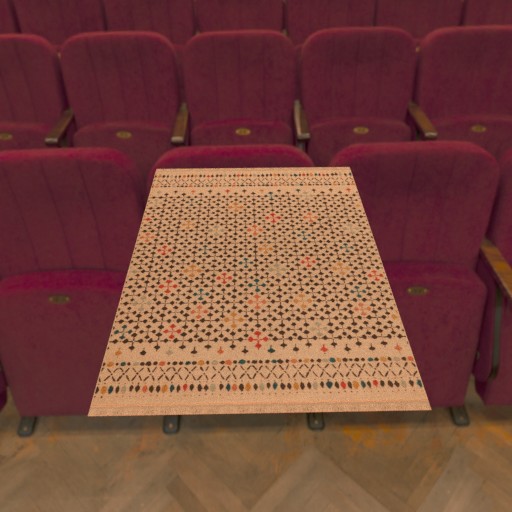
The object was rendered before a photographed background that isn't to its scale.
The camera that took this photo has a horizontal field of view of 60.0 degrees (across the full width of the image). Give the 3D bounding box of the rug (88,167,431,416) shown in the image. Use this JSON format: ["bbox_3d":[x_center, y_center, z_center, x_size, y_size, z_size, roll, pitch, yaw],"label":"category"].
[{"bbox_3d":[0.000,0.000,2.053,1.146,0.006,1.556,-1,42,-1],"label":"rug"}]
